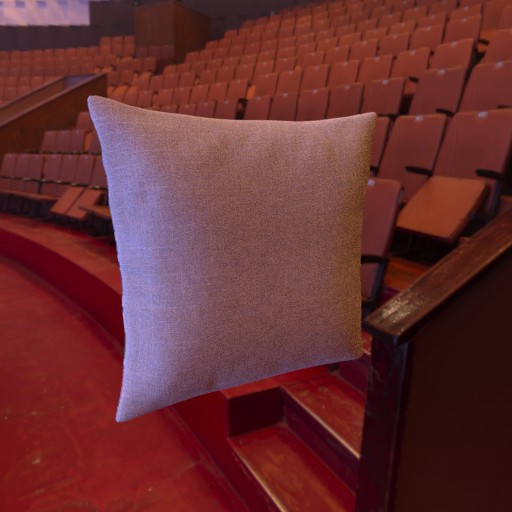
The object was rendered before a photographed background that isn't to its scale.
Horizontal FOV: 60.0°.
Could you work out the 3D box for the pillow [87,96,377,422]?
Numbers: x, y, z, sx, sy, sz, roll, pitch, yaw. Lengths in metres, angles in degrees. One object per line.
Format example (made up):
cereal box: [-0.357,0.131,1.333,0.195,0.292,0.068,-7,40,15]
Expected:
pillow: [0.000,0.000,0.782,0.523,0.506,0.166,-7,15,-27]
